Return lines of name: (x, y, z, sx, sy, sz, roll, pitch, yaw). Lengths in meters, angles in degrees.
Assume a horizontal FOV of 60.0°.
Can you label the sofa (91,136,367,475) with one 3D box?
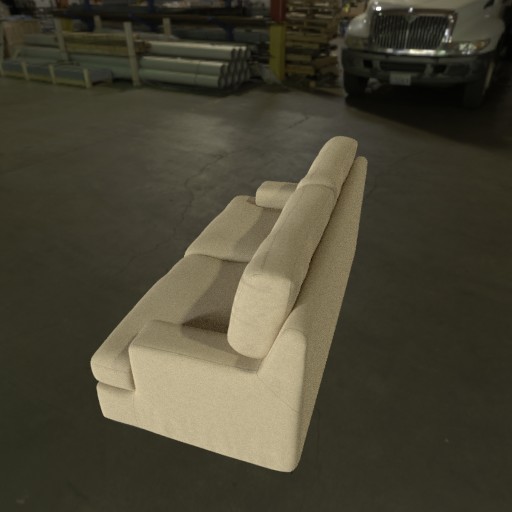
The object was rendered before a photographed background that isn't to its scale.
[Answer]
sofa: (0.000, 0.000, 2.476, 0.962, 0.967, 1.885, 10, 33, 15)
